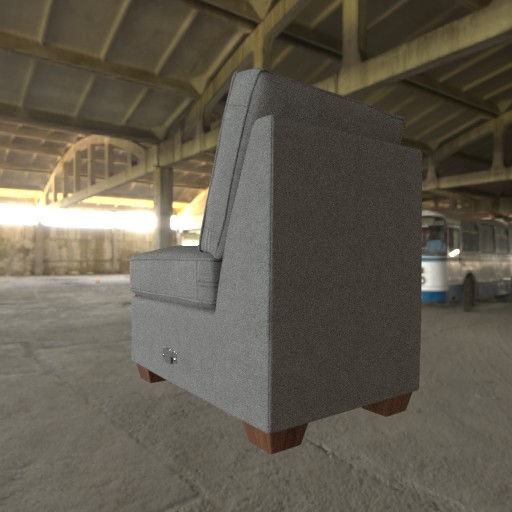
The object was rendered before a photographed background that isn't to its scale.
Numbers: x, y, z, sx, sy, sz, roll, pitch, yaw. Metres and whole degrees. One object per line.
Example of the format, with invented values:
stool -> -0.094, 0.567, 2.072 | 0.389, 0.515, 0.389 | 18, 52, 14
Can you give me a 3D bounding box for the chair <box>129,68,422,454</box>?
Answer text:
chair -> 0.000, 0.000, 1.575 | 0.621, 0.970, 0.938 | 0, 0, -36
